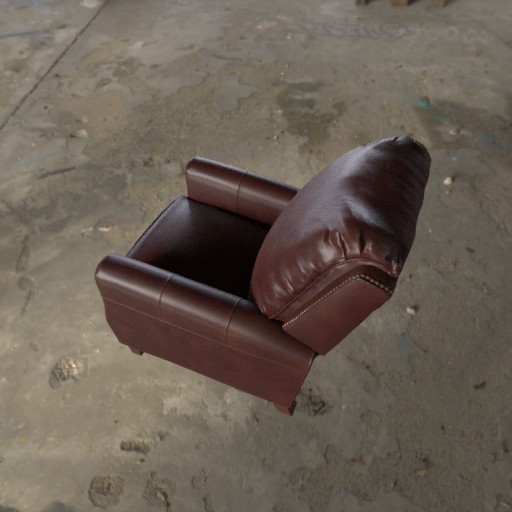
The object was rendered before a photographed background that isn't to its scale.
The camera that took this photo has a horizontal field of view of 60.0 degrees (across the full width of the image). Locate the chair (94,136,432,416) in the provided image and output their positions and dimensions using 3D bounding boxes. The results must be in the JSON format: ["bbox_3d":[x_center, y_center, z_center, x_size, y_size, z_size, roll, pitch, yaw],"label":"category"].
[{"bbox_3d":[0.000,0.000,1.797,1.089,1.022,0.826,17,48,15],"label":"chair"}]
